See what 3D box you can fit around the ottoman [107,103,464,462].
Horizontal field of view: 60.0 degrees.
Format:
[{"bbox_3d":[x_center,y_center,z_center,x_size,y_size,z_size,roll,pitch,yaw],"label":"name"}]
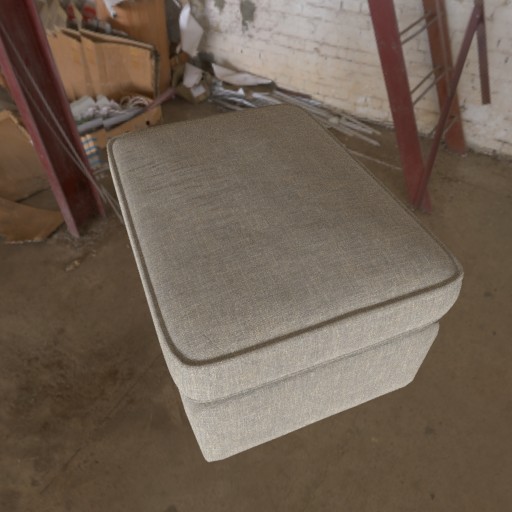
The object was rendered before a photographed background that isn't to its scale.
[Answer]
[{"bbox_3d":[0.000,0.000,1.090,0.559,0.457,0.762,-16,47,-15],"label":"ottoman"}]
